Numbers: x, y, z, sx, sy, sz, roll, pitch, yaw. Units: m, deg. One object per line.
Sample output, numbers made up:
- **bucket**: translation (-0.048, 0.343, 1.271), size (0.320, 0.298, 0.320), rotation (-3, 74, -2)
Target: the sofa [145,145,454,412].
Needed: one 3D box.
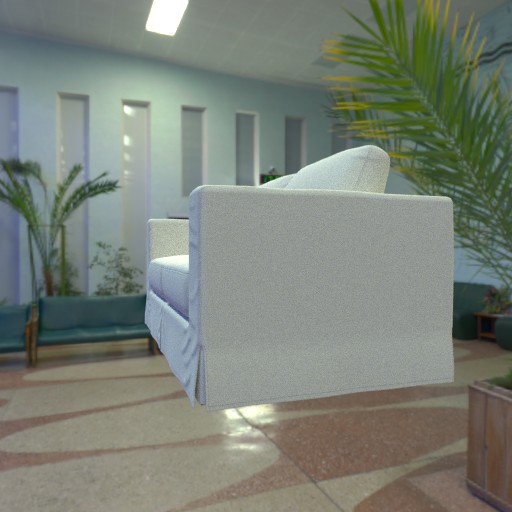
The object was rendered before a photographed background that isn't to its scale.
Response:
- **sofa**: translation (0.000, 0.000, 2.362), size (1.009, 0.932, 1.813), rotation (0, 1, -19)
